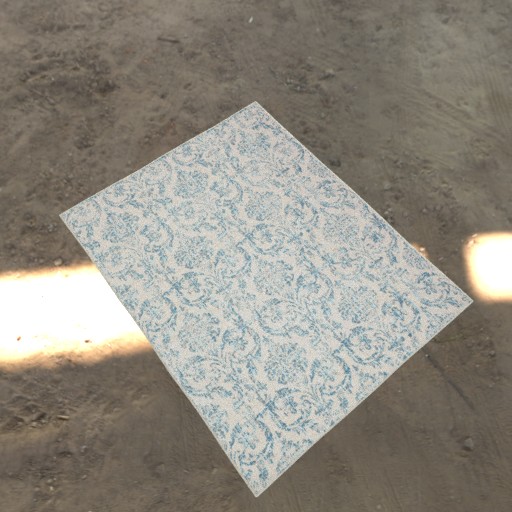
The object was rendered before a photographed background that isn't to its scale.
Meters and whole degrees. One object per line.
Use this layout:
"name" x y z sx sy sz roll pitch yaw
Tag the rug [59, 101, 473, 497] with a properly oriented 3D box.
"rug" 0.000 0.000 3.969 2.363 0.012 2.980 -35 68 -17
